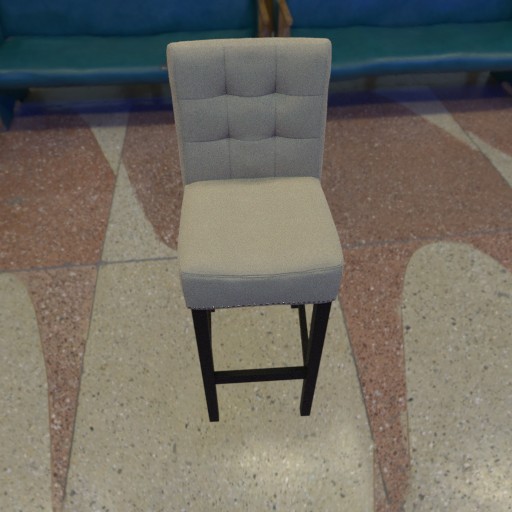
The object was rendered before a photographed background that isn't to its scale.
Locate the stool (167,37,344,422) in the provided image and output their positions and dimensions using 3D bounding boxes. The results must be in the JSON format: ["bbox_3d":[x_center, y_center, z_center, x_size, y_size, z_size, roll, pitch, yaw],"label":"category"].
[{"bbox_3d":[0.000,0.000,1.306,0.411,1.047,0.548,-3,47,-3],"label":"stool"}]
